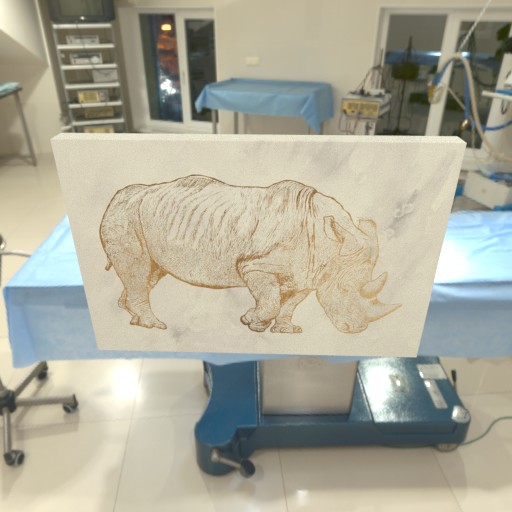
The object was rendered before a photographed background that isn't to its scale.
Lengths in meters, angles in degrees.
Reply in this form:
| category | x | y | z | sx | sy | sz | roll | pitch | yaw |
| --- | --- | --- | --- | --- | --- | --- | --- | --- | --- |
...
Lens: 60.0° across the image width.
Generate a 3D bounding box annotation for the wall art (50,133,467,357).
| category | x | y | z | sx | sy | sz | roll | pitch | yaw |
| --- | --- | --- | --- | --- | --- | --- | --- | --- | --- |
| wall art | 0.000 | 0.000 | 0.764 | 0.609 | 0.407 | 0.038 | 1 | 29 | 2 |
